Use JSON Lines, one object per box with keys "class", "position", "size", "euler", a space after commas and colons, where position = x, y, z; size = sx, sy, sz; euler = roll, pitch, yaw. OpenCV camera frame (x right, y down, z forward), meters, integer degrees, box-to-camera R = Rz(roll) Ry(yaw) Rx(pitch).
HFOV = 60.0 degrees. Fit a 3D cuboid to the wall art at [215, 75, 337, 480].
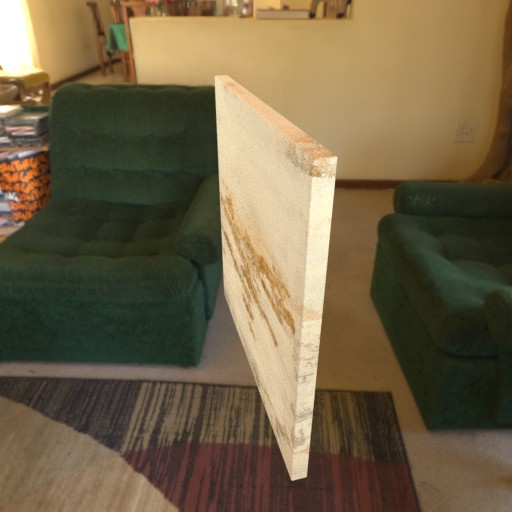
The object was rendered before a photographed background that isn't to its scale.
{"class": "wall art", "position": [0.000, 0.000, 1.133], "size": [0.038, 0.755, 0.753], "euler": [-8, 32, -13]}
